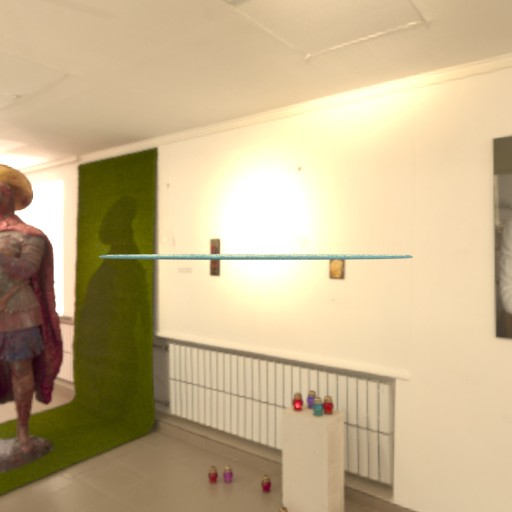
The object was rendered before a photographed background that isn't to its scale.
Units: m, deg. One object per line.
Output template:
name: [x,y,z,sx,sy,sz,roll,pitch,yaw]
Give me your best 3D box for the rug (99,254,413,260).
rug: [0.000,0.000,2.386,1.593,0.012,1.593,0,1,0]
